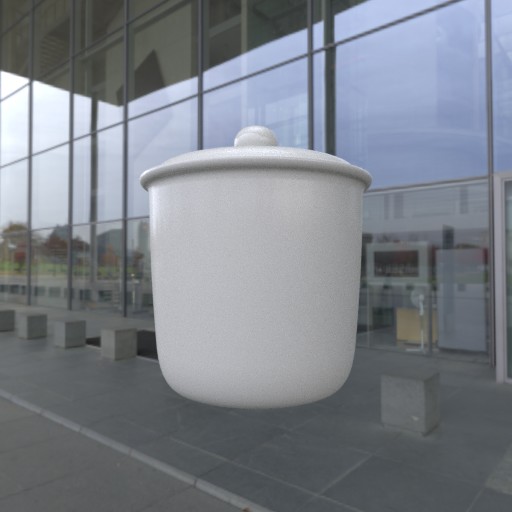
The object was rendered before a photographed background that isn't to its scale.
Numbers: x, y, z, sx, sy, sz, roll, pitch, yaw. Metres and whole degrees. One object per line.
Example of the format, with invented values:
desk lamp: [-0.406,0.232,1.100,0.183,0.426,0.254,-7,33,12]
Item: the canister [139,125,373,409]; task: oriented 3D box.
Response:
canister: [0.000,0.000,0.356,0.182,0.208,0.182,0,-1,0]
